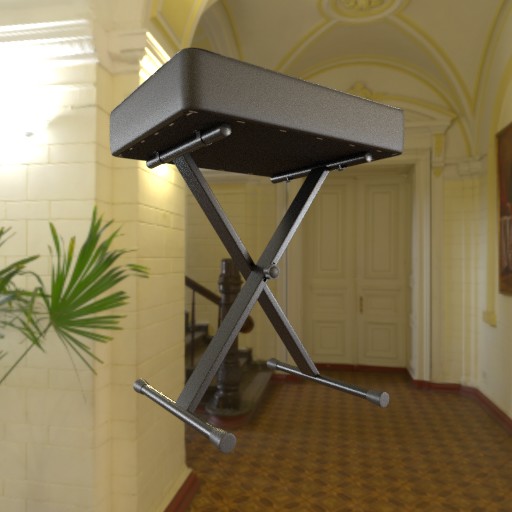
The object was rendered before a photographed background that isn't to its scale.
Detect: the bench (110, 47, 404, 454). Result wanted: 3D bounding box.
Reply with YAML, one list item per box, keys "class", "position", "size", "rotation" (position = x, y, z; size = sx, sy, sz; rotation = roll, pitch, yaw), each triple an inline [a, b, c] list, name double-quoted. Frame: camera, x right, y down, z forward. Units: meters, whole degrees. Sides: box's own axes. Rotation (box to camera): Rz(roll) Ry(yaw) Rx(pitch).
- class: "bench"
  position: [0.000, 0.000, 0.774]
  size: [0.424, 0.500, 0.321]
  rotation: [0, 0, -35]
